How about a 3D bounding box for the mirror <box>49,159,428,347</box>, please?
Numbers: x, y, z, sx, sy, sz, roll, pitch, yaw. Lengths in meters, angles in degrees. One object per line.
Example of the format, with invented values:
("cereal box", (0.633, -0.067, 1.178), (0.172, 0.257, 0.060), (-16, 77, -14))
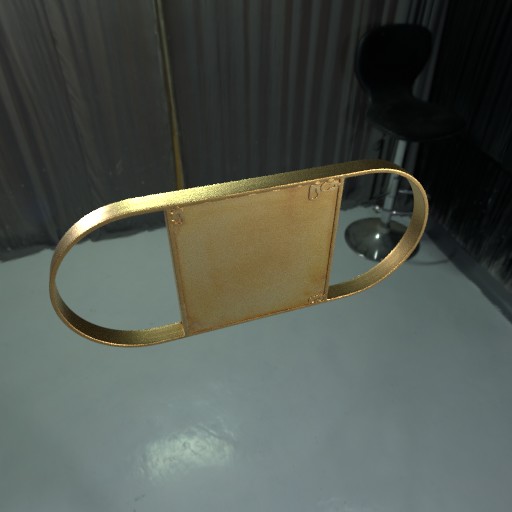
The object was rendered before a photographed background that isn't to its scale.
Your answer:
("mirror", (0.000, 0.000, 0.676), (0.584, 0.254, 0.032), (-12, 41, -14))
